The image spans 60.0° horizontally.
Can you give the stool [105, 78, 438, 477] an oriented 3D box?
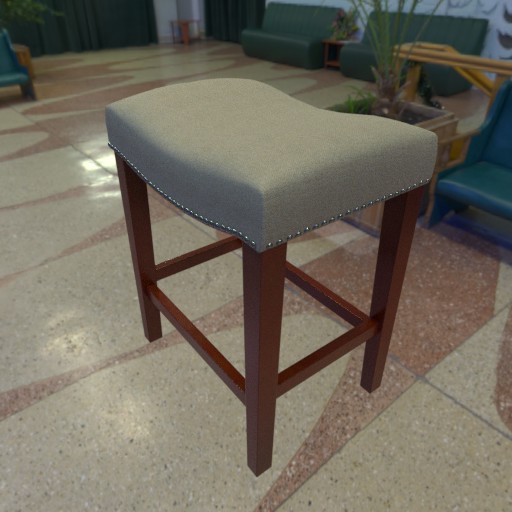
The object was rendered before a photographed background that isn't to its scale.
[{"bbox_3d":[0.000,0.000,0.938,0.375,0.632,0.509,-23,39,-31],"label":"stool"}]
